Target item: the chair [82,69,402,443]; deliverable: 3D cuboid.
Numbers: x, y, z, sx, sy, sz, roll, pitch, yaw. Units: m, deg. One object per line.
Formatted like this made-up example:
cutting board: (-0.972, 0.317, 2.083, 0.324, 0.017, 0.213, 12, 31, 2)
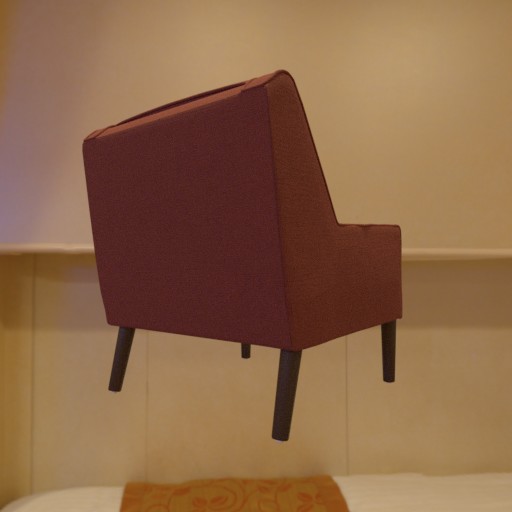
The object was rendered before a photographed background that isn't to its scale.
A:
chair: (0.000, 0.000, 1.360, 0.680, 0.812, 0.770, -1, -2, 38)
